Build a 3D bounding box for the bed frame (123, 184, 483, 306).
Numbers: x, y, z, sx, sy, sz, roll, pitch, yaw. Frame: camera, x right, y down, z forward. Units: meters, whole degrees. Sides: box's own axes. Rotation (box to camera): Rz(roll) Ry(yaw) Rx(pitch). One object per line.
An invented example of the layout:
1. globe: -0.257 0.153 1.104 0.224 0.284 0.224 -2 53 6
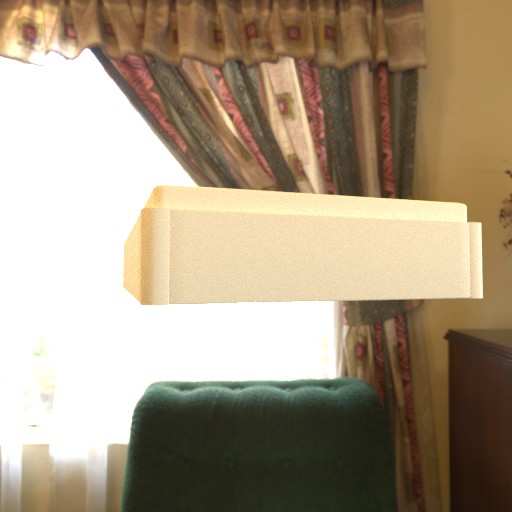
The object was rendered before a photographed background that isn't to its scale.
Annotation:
1. bed frame: 0.000 0.000 2.532 1.400 0.406 1.900 1 -2 -18
